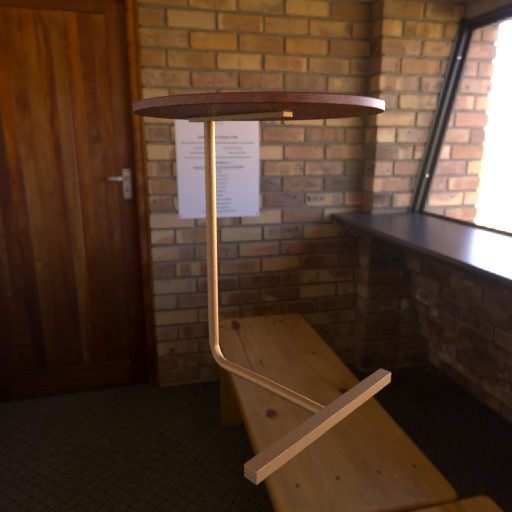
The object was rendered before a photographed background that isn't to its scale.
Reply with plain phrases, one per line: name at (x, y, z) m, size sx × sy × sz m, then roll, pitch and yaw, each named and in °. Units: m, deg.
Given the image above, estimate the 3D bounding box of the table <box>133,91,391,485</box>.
table at (0.000, 0.000, 1.098) m, size 0.577 × 0.706 × 0.530 m, roll 13°, pitch 19°, yaw 42°
